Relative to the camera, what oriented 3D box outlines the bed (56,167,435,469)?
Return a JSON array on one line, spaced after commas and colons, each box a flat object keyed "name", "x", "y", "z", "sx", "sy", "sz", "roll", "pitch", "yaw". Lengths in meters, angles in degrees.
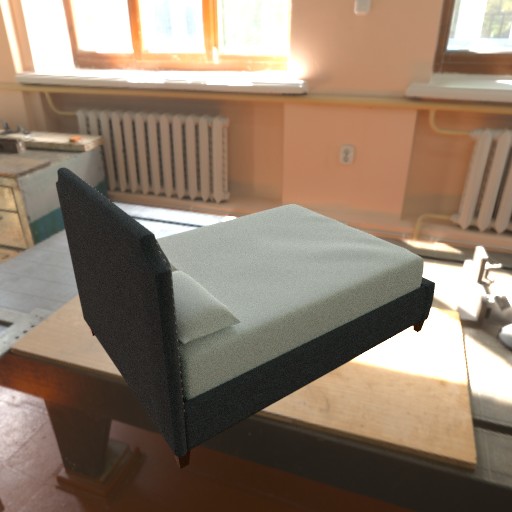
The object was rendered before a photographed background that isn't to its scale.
[{"name": "bed", "x": 0.000, "y": 0.000, "z": 3.425, "sx": 2.372, "sy": 1.443, "sz": 1.713, "roll": -18, "pitch": 32, "yaw": -32}]
